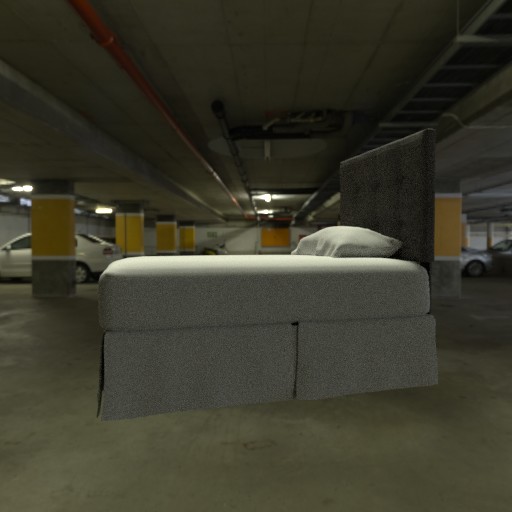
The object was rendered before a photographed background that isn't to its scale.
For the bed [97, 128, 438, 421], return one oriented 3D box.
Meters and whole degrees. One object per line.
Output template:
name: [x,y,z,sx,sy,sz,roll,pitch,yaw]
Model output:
bed: [0.000,0.000,2.983,1.997,1.571,1.261,0,1,-16]
